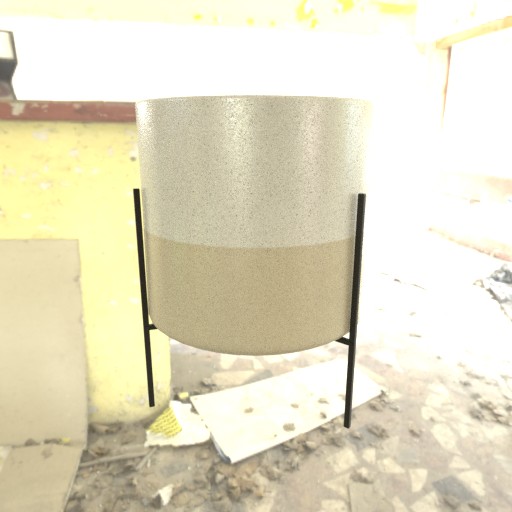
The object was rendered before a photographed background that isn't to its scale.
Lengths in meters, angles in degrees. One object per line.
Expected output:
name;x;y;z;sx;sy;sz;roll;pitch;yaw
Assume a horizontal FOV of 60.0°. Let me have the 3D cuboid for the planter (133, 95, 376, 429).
planter;0.000;0.000;0.744;0.359;0.484;0.368;3;16;9
